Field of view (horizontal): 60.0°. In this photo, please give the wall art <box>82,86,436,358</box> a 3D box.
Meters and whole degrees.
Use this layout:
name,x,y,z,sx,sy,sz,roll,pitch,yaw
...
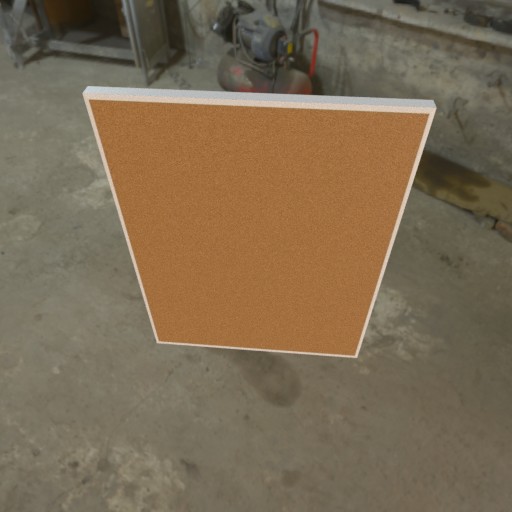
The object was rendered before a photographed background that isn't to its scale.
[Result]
name,x,y,z,sx,sy,sz,roll,pitch,yaw
wall art,0.000,0.000,1.384,0.795,1.050,0.039,4,47,3
